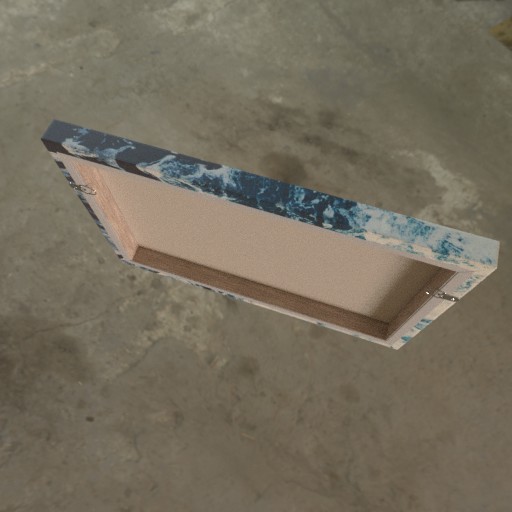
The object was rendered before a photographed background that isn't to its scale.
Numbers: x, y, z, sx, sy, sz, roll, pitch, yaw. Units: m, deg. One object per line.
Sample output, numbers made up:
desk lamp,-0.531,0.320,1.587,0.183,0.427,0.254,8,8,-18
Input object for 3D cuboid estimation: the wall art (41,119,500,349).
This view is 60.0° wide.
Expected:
wall art,0.000,0.000,0.751,0.609,0.407,0.043,17,66,8
